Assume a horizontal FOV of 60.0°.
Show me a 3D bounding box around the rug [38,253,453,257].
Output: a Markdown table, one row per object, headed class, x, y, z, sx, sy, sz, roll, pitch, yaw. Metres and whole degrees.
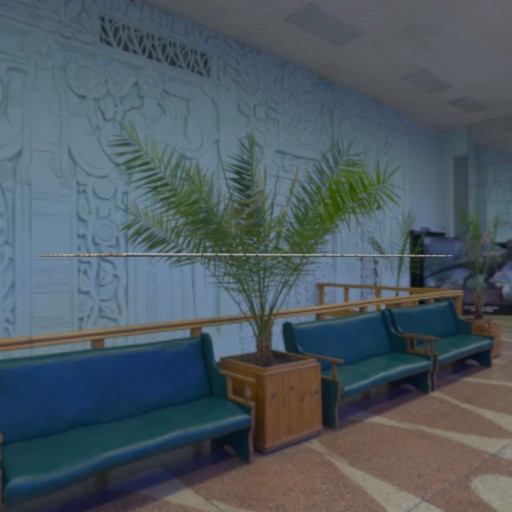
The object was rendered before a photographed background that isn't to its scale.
| class | x | y | z | sx | sy | sz | roll | pitch | yaw |
| --- | --- | --- | --- | --- | --- | --- | --- | --- | --- |
| rug | 0.000 | 0.000 | 3.050 | 2.435 | 0.011 | 1.517 | 0 | 0 | -38 |
